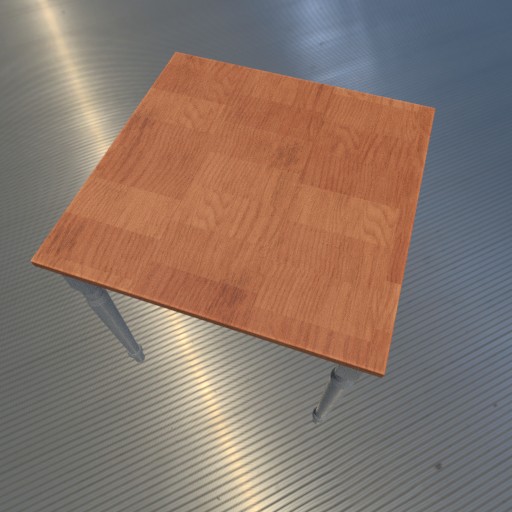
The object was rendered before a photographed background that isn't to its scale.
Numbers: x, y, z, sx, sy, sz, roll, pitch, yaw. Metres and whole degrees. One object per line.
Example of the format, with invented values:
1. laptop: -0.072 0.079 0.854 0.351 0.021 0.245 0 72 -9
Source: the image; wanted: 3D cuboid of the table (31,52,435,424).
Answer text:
1. table: 0.000 0.000 1.365 0.747 0.738 0.747 16 60 10
